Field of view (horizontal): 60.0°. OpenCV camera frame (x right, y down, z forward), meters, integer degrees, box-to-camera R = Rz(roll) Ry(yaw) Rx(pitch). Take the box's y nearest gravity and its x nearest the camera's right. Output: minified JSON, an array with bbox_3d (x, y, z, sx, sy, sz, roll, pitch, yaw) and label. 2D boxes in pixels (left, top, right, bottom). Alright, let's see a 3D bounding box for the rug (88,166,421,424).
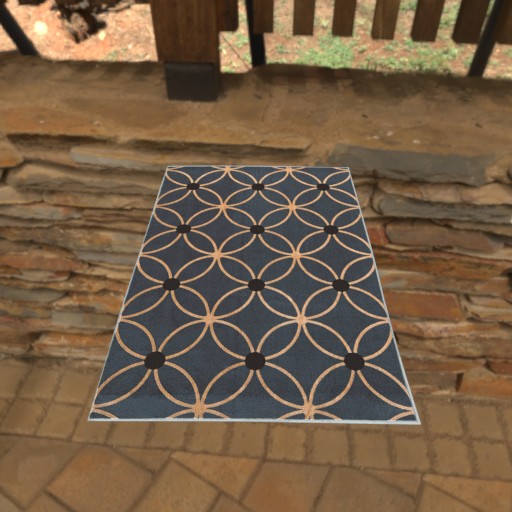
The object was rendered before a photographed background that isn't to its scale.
[{"bbox_3d":[0.000,0.000,2.862,1.522,0.008,2.284,0,41,0],"label":"rug"}]
